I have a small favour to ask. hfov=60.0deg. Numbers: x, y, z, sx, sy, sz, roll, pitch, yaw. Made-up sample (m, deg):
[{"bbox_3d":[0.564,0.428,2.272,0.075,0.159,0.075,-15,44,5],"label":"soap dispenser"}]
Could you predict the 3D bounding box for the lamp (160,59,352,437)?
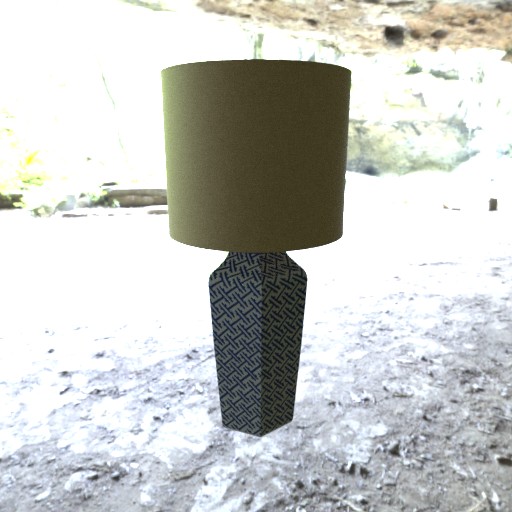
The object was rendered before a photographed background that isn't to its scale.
[{"bbox_3d":[0.000,0.000,0.839,0.320,0.682,0.320,8,17,27],"label":"lamp"}]
